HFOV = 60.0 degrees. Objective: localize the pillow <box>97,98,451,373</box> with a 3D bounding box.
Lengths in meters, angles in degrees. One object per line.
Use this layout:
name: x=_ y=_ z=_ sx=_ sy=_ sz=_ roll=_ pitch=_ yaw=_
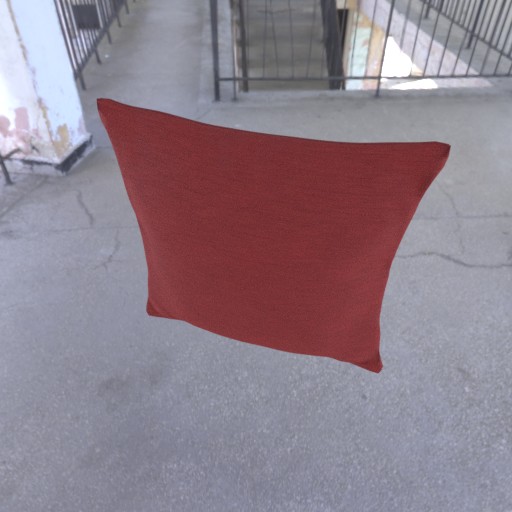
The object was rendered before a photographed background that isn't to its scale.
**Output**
pillow: x=0.000 y=0.000 z=0.647 sx=0.435 sy=0.416 sz=0.151 roll=12 pitch=42 yaw=13
